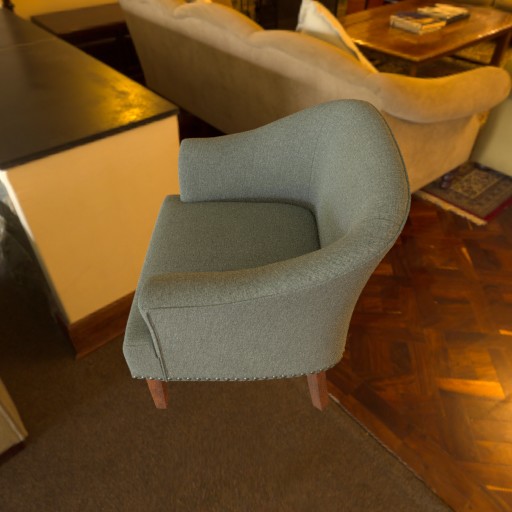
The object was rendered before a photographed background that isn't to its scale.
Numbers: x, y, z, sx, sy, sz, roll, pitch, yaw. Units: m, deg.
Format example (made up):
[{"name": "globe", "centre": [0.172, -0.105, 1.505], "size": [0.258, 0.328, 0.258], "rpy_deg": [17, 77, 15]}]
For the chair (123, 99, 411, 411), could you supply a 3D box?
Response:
[{"name": "chair", "centre": [0.000, 0.000, 1.387], "size": [0.704, 0.815, 0.798], "rpy_deg": [0, 42, 0]}]
